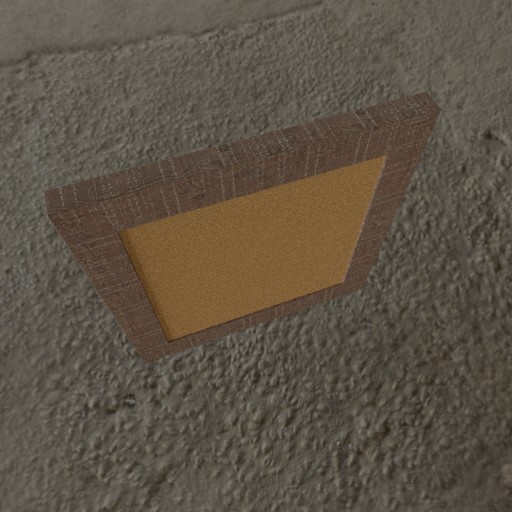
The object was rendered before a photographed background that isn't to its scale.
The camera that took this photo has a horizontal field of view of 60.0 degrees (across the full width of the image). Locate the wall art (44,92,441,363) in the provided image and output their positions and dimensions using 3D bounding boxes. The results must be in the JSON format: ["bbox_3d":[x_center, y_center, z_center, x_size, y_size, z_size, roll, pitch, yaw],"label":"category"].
[{"bbox_3d":[0.000,0.000,0.798,0.531,0.531,0.040,-17,60,-11],"label":"wall art"}]
